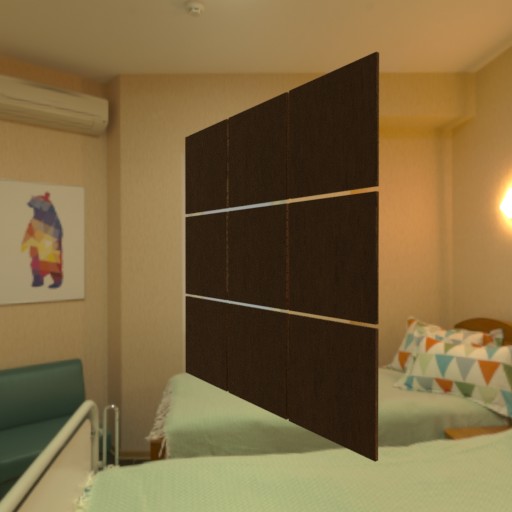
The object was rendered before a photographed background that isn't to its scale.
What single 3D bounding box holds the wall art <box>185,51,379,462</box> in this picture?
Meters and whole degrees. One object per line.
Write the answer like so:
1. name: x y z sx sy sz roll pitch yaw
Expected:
1. wall art: 0.000 0.000 1.803 0.013 1.213 1.215 0 1 -36
